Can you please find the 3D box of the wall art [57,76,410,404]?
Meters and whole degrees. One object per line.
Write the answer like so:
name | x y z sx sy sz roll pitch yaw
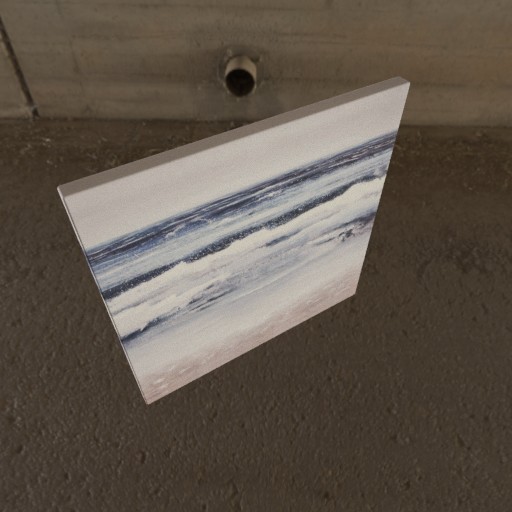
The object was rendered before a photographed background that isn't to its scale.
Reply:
wall art | 0.000 0.000 1.124 0.755 0.747 0.065 -24 51 -21
